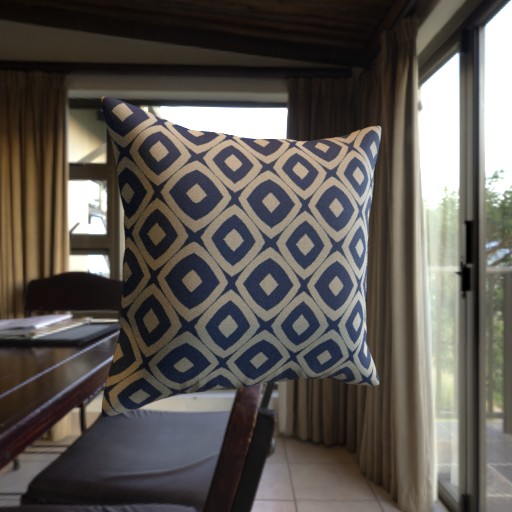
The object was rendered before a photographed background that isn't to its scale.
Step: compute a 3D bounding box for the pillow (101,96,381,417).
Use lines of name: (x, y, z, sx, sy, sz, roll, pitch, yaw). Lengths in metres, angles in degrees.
pillow: (0.000, 0.000, 0.764, 0.504, 0.494, 0.188, 0, 0, -19)
